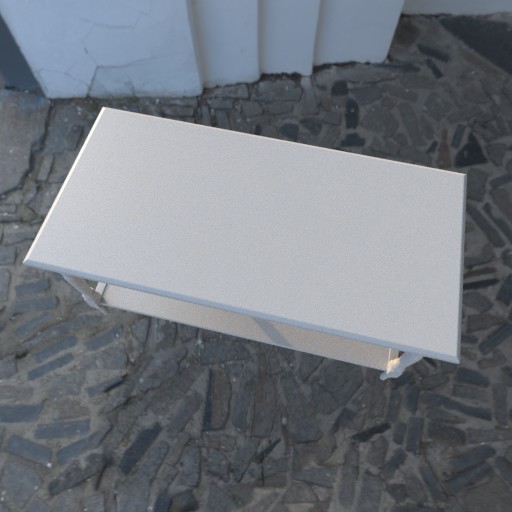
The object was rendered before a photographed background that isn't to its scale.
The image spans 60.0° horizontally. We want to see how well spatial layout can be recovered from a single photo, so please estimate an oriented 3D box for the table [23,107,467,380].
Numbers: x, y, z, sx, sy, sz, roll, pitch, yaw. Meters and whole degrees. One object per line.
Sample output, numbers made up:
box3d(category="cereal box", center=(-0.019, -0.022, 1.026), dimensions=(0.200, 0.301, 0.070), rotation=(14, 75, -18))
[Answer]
box3d(category="table", center=(0.000, 0.000, 1.428), dimensions=(1.109, 0.506, 0.551), rotation=(12, 65, 6))
